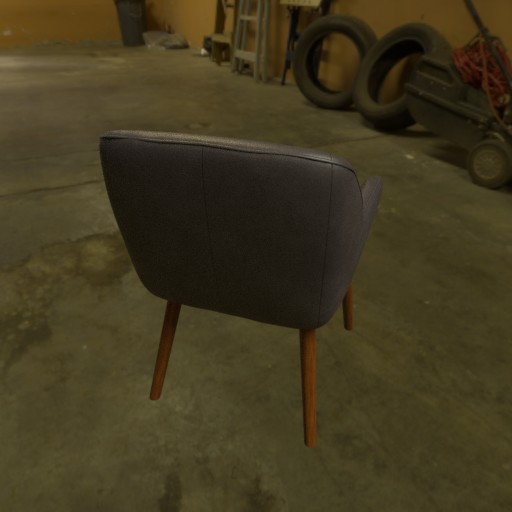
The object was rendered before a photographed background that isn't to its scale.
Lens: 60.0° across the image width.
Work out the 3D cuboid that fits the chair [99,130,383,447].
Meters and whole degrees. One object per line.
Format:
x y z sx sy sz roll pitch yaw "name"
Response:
0.000 0.000 1.258 0.610 0.828 0.610 10 33 16 "chair"
